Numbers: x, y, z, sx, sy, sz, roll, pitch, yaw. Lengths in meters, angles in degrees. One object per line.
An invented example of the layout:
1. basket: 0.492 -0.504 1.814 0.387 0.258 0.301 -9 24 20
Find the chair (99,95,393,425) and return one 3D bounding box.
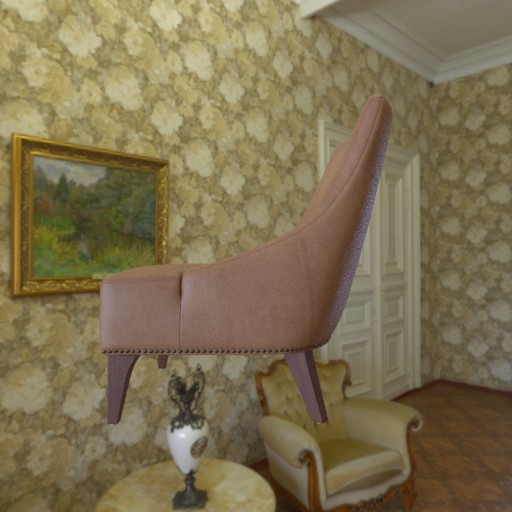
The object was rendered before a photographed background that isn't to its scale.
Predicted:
1. chair: 0.000 0.000 1.501 0.861 0.909 0.701 0 -1 0
